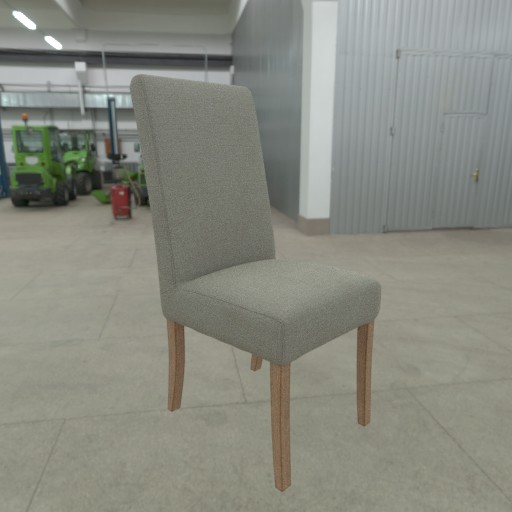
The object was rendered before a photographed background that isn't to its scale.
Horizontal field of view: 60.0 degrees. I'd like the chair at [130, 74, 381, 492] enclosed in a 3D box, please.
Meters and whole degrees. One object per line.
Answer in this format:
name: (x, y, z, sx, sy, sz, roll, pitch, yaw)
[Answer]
chair: (0.000, 0.000, 1.327, 0.450, 1.033, 0.611, -14, 19, -43)
